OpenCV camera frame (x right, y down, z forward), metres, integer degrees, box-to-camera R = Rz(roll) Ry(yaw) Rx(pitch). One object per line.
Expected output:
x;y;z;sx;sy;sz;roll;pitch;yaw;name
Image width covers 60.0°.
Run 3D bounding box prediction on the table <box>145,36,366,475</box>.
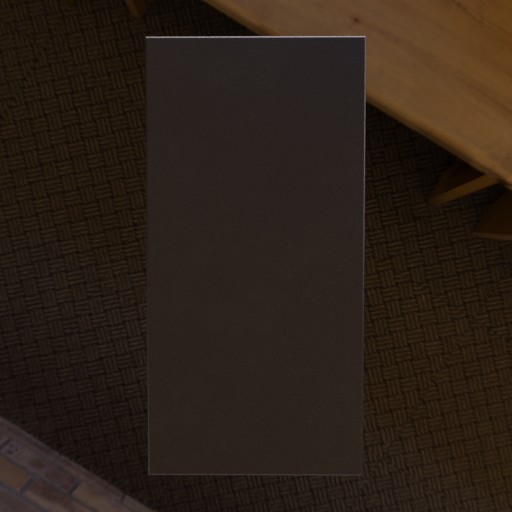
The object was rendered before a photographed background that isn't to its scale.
0.000;0.000;1.368;0.550;0.510;1.107;0;92;0;table
